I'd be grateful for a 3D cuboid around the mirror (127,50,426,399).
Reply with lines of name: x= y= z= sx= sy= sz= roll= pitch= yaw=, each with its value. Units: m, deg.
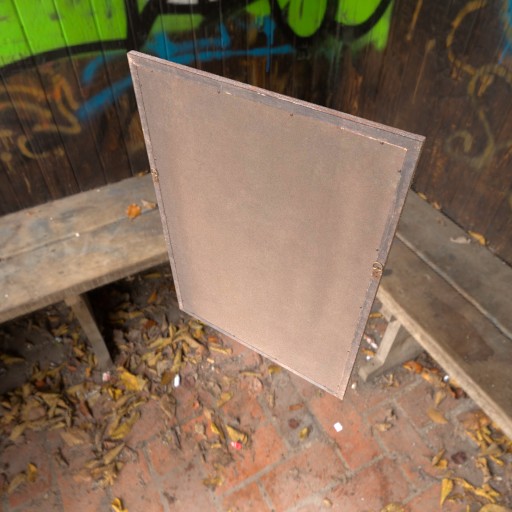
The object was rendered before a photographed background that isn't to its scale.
mirror: x=0.000 y=0.000 z=1.272 sx=0.705 sy=0.996 sz=0.025 roll=25 pitch=51 yaw=22
